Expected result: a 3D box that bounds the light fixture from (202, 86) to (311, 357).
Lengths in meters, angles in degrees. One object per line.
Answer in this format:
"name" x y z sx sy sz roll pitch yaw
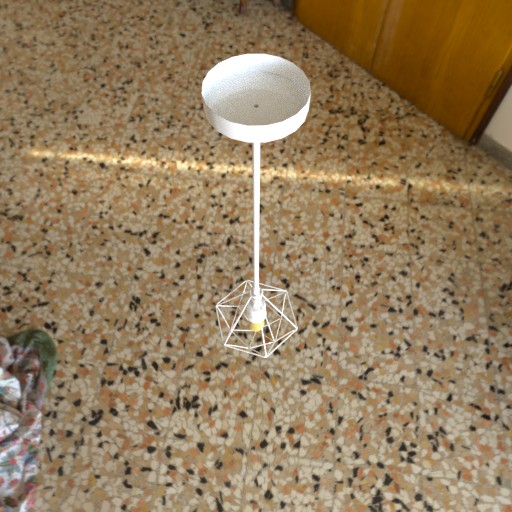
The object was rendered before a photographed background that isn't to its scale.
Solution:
"light fixture" 0.000 0.000 1.951 0.487 1.764 0.431 15 60 9
